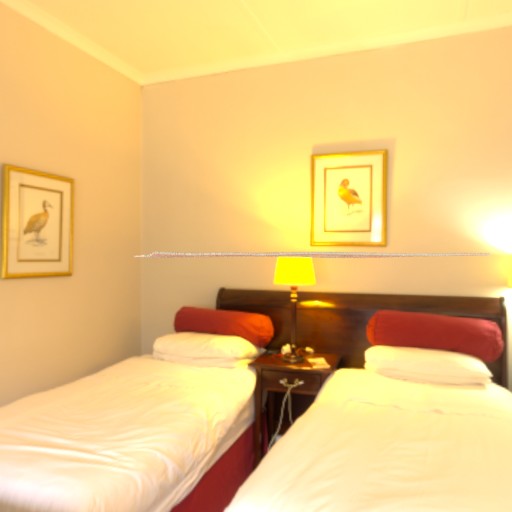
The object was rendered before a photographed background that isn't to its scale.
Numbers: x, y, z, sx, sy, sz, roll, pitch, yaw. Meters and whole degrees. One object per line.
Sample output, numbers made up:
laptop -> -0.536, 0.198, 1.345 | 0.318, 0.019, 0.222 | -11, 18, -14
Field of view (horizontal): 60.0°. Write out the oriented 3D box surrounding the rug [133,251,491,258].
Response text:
rug -> 0.000, 0.000, 2.999 | 1.537, 0.029, 2.439 | 0, 0, -17
